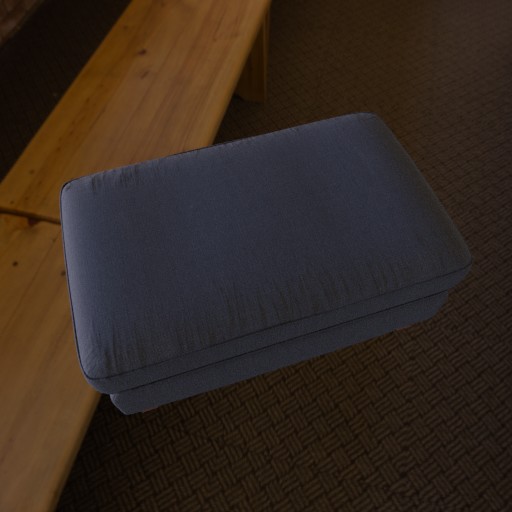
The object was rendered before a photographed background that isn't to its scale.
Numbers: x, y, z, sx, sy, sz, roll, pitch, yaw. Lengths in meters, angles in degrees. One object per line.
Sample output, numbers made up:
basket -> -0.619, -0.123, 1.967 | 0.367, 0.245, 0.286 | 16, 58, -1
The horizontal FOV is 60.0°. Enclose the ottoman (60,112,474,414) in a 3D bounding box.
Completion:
ottoman -> 0.000, 0.000, 1.194 | 0.885, 0.438, 0.570 | -15, 60, -9
